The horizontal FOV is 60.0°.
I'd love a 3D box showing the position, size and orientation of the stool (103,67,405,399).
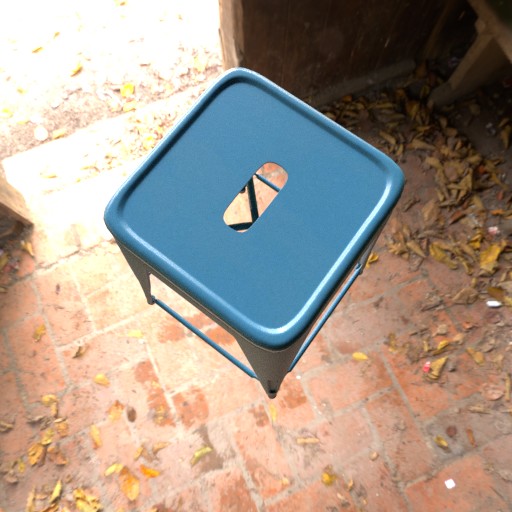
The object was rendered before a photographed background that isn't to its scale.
[{"bbox_3d":[0.000,0.000,0.869,0.410,0.608,0.410,36,78,9],"label":"stool"}]
